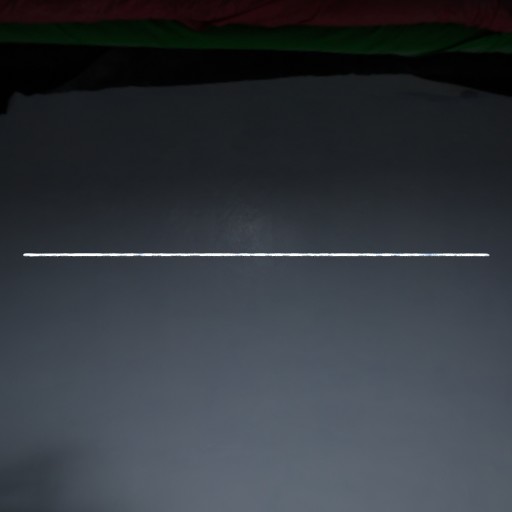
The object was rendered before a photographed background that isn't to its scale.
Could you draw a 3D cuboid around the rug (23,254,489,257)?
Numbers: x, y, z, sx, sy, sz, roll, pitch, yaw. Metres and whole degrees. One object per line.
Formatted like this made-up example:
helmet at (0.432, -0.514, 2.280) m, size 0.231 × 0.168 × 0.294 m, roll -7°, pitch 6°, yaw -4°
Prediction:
rug at (0.000, 0.000, 2.977) m, size 2.261 × 0.013 × 1.676 m, roll 0°, pitch 0°, yaw -1°
